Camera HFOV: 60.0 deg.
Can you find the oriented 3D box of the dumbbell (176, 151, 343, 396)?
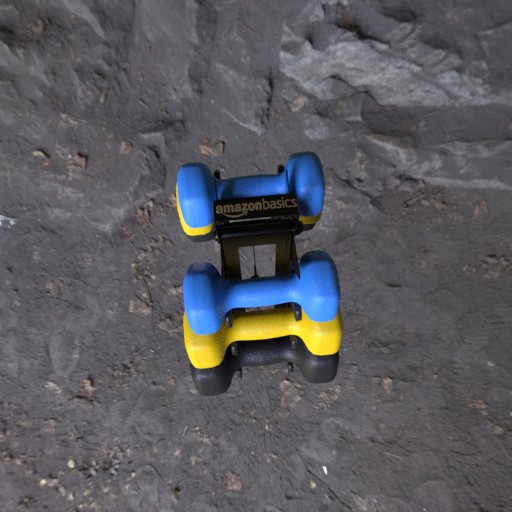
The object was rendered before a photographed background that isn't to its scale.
[{"bbox_3d":[0.000,0.000,0.683,0.255,0.426,0.409,-5,76,-1],"label":"dumbbell"}]
